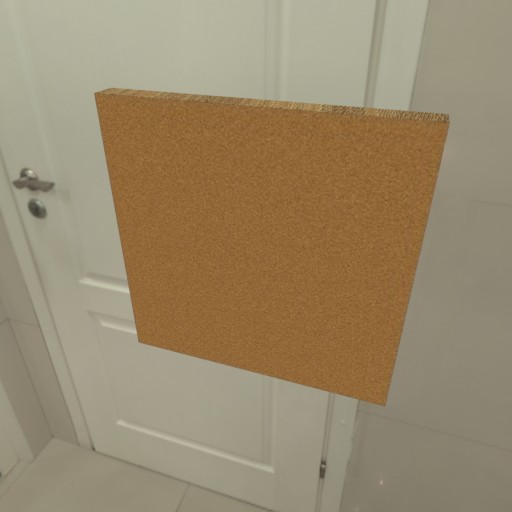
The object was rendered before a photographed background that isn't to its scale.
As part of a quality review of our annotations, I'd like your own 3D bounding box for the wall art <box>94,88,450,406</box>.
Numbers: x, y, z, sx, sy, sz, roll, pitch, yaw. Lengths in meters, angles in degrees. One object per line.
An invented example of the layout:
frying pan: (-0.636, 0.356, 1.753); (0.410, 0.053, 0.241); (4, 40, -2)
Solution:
wall art: (0.000, 0.000, 0.601); (0.406, 0.403, 0.039); (10, 33, 16)
